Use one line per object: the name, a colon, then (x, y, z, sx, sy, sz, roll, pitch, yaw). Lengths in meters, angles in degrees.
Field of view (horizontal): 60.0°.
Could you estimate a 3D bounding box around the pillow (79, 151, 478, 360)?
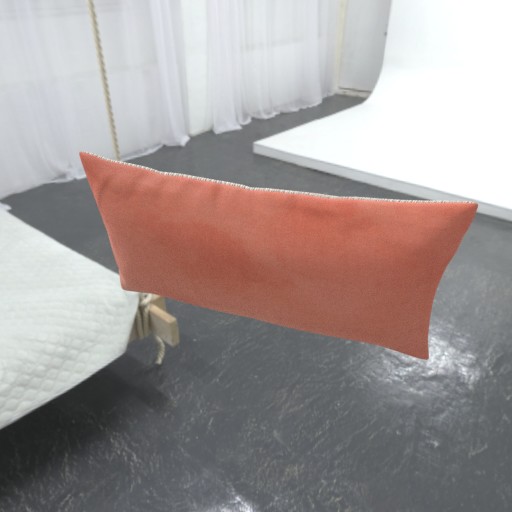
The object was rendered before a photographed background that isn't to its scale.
pillow: (0.000, 0.000, 0.740, 0.608, 0.307, 0.155, 11, 33, 17)
